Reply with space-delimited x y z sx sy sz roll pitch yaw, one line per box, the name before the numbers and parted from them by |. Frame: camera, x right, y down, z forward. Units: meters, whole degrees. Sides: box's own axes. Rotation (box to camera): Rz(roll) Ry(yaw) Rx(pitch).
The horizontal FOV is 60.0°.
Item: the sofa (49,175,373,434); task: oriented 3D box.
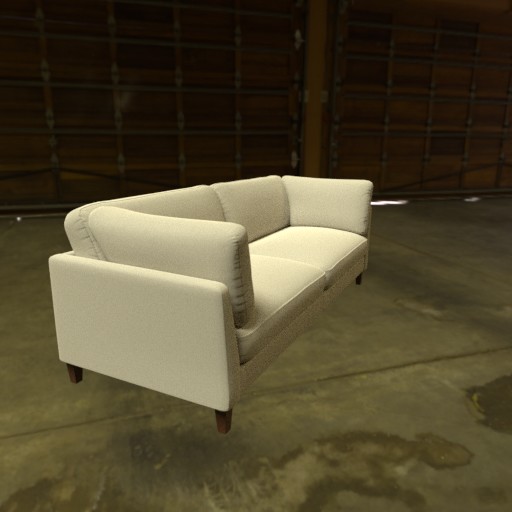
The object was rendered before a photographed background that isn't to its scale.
sofa | 0.000 0.000 2.769 0.957 0.863 2.301 7 16 26
